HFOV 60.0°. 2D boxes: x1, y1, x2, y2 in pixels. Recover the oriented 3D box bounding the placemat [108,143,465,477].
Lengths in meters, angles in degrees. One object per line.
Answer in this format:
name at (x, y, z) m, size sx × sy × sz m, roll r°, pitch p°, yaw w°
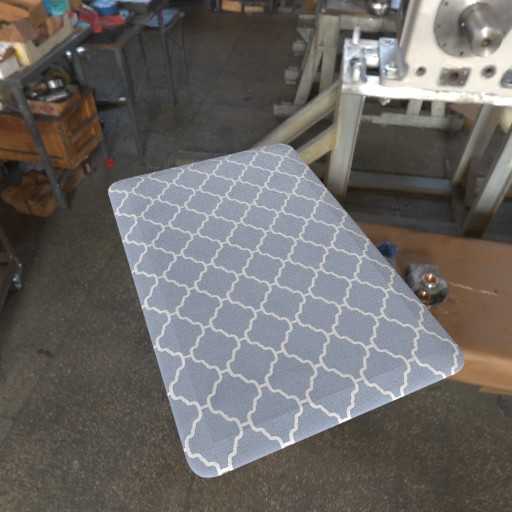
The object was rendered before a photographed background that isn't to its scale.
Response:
placemat at (0.000, 0.000, 0.942) m, size 0.508 × 0.021 × 0.762 m, roll -17°, pitch 49°, yaw -15°
